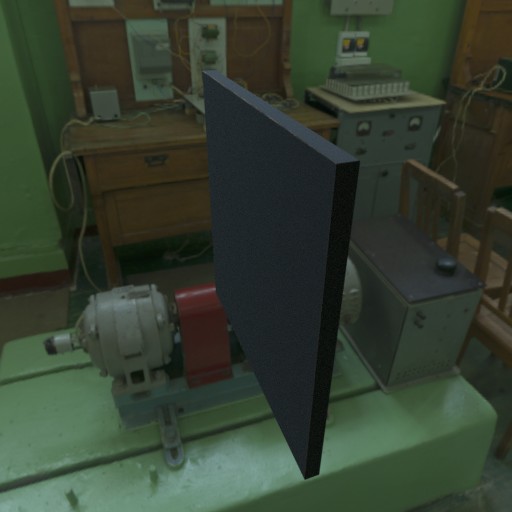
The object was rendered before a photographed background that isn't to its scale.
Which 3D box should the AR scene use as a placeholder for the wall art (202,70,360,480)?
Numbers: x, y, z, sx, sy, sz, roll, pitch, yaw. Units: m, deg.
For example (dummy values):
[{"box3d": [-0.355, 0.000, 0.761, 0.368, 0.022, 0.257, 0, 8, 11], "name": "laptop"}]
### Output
[{"box3d": [0.000, 0.000, 1.126, 0.038, 0.762, 0.762, -11, 34, -17], "name": "wall art"}]
